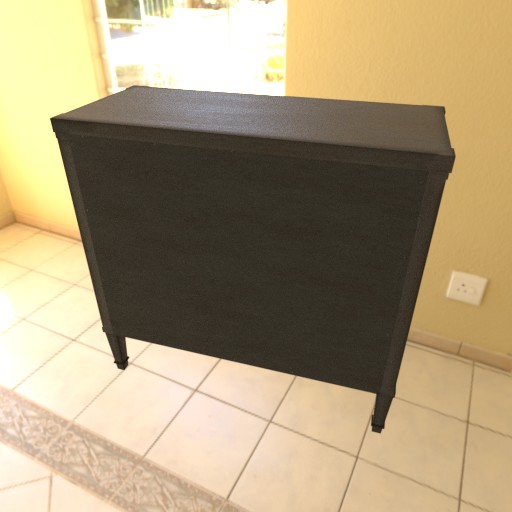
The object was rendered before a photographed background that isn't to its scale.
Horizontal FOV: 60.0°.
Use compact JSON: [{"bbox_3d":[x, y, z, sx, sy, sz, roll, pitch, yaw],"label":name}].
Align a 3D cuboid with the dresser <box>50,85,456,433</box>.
[{"bbox_3d":[0.000,0.000,1.543,1.049,0.986,0.463,9,33,14],"label":"dresser"}]
